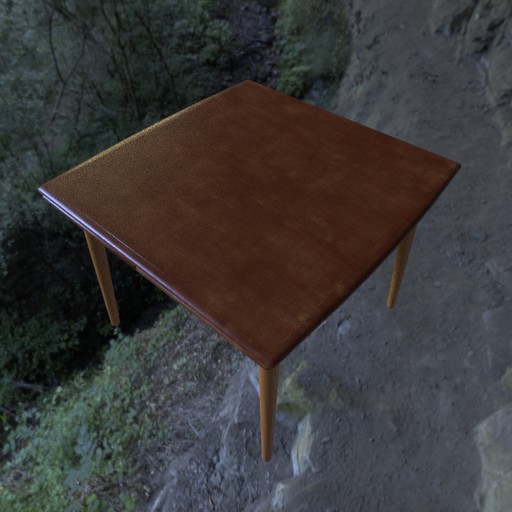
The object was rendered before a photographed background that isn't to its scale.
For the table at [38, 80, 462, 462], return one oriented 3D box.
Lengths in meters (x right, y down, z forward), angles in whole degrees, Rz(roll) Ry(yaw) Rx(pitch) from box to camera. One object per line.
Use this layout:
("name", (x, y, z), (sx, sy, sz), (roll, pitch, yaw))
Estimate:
("table", (0.000, 0.000, 1.686), (0.991, 0.754, 0.991), (32, 54, 27))
